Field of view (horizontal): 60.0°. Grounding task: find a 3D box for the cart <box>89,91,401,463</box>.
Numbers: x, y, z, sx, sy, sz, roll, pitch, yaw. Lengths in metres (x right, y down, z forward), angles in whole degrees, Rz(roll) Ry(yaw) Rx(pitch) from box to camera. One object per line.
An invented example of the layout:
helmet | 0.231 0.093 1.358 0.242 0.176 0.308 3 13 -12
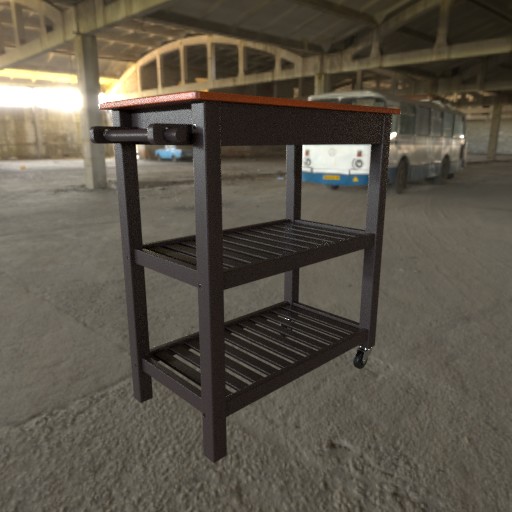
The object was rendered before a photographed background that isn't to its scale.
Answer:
cart | 0.000 0.000 1.442 0.899 0.927 0.457 -14 20 -42
